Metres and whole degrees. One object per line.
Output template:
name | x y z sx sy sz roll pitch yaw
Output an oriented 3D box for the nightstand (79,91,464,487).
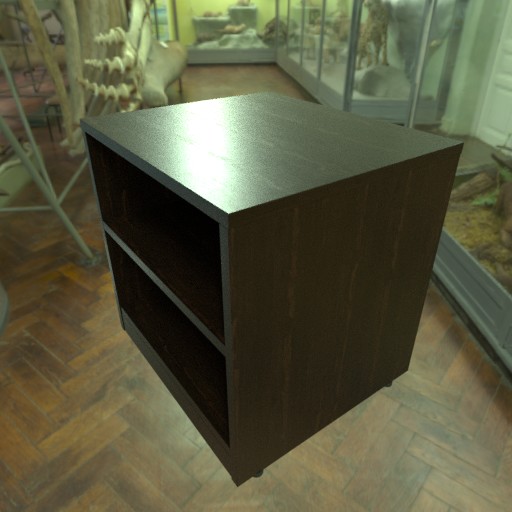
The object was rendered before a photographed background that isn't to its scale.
nightstand | 0.000 0.000 0.858 0.427 0.487 0.489 -21 37 -30
